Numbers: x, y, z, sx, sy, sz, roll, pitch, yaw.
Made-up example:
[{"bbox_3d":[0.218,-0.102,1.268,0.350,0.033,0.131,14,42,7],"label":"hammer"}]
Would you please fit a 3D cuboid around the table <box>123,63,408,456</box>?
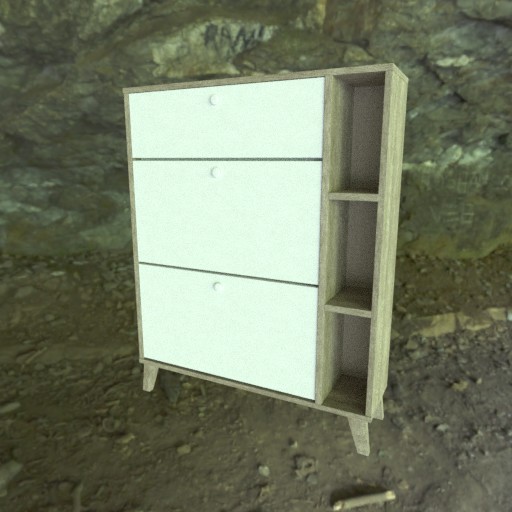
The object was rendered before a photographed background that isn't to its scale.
[{"bbox_3d":[0.000,0.000,1.547,0.902,1.135,0.256,6,14,26],"label":"table"}]
